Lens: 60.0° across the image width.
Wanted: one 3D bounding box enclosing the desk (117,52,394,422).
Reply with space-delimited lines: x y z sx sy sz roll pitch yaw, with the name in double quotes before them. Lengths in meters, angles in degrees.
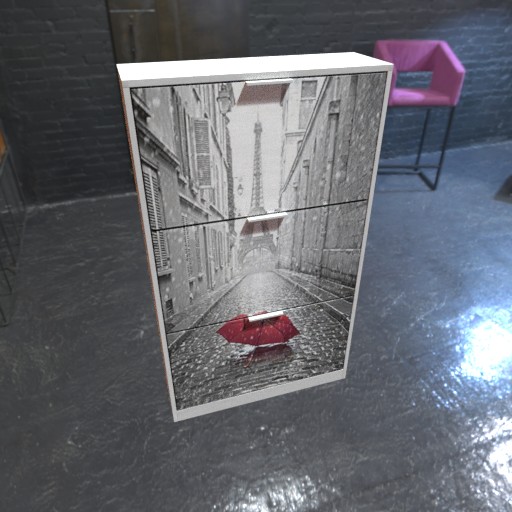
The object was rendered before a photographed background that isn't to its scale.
"desk" 0.000 0.000 1.594 0.750 1.280 0.250 -10 34 -15
